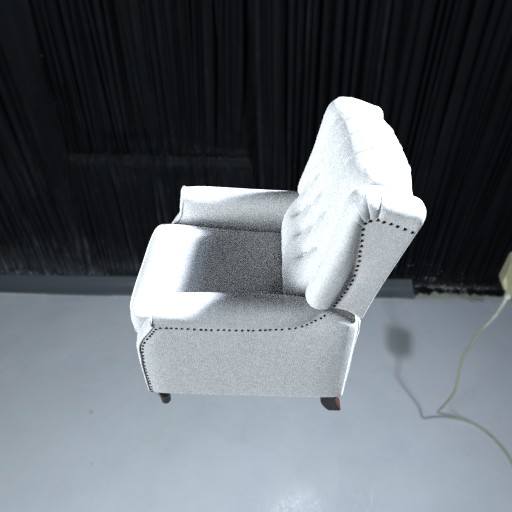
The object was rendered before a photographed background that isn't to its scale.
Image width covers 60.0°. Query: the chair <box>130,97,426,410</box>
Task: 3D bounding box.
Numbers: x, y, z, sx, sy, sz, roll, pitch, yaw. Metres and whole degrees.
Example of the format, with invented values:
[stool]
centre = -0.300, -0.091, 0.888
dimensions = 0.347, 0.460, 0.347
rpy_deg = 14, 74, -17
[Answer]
[chair]
centre = 0.000, 0.000, 1.669
dimensions = 0.902, 1.035, 0.742
rpy_deg = 1, 41, 1
